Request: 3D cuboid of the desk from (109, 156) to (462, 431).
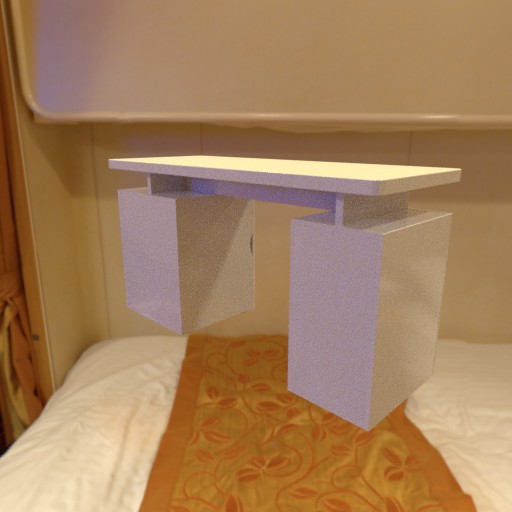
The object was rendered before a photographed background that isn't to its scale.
[{"bbox_3d":[0.000,0.000,1.857,1.400,0.762,0.550,15,21,43],"label":"desk"}]
